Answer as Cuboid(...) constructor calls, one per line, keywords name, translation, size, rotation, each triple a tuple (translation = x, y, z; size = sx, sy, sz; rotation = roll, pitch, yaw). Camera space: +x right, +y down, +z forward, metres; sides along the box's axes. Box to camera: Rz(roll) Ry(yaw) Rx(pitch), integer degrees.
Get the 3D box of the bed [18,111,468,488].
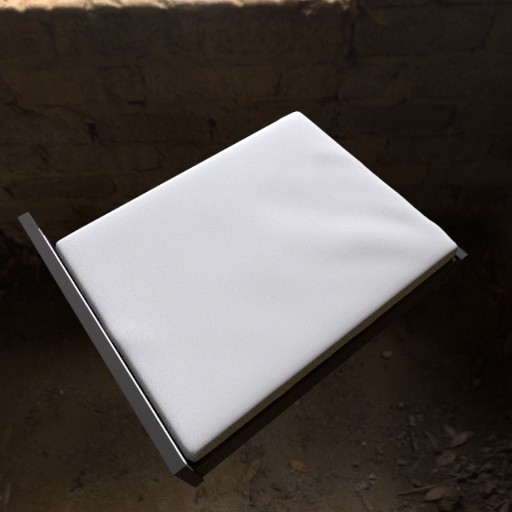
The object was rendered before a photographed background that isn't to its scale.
Cuboid(name="bed", translation=(0.000, 0.000, 2.815), size=(2.103, 0.808, 1.634), rotation=(-33, 64, -18))
